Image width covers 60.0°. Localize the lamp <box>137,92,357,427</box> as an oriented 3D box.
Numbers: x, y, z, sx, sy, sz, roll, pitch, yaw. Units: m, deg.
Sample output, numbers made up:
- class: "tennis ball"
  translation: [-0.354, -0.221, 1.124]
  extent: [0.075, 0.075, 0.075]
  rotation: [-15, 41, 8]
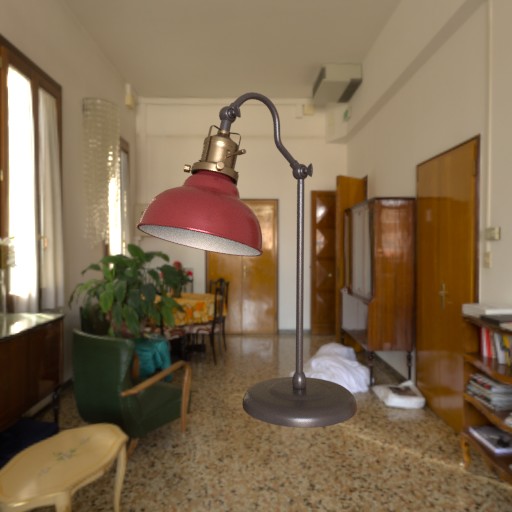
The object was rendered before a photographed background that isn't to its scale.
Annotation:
- class: "lamp"
  translation: [0.000, 0.000, 0.695]
  extent: [0.374, 0.508, 0.192]
  rotation: [-1, 1, -37]
